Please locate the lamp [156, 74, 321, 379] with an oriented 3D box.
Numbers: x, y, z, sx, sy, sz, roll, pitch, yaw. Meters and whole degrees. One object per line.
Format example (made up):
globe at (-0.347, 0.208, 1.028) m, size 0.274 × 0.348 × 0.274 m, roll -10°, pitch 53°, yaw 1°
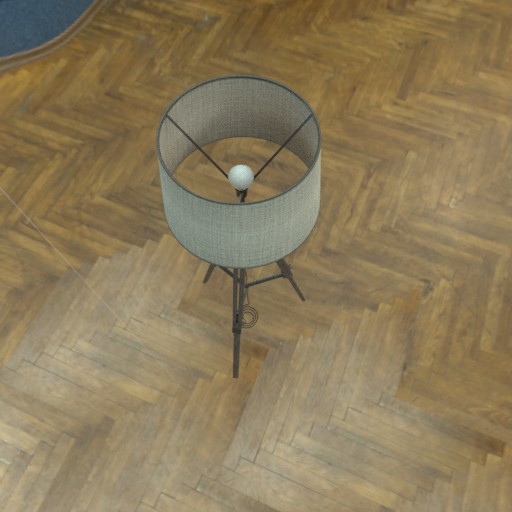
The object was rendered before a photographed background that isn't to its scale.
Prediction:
lamp at (0.000, 0.000, 1.819) m, size 0.587 × 1.510 × 0.604 m, roll -18°, pitch 66°, yaw -9°
